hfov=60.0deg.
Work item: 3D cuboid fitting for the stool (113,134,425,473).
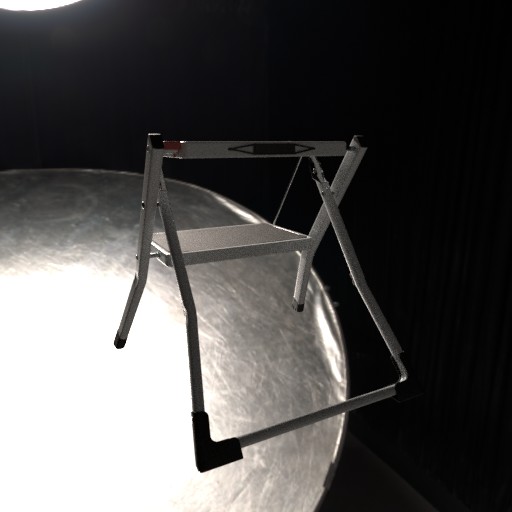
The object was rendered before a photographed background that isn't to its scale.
[{"bbox_3d":[0.000,0.000,0.846,0.485,0.445,0.490,-7,16,-27],"label":"stool"}]
